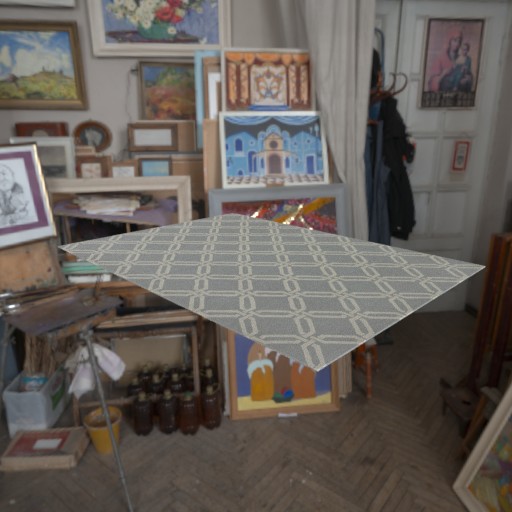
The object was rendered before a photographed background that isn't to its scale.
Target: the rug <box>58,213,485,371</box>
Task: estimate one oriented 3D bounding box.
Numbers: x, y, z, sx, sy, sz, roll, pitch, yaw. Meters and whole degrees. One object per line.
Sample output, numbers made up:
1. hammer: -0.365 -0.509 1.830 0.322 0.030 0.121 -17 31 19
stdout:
1. rug: 0.000 0.000 4.266 2.438 0.013 3.353 -16 23 -42
